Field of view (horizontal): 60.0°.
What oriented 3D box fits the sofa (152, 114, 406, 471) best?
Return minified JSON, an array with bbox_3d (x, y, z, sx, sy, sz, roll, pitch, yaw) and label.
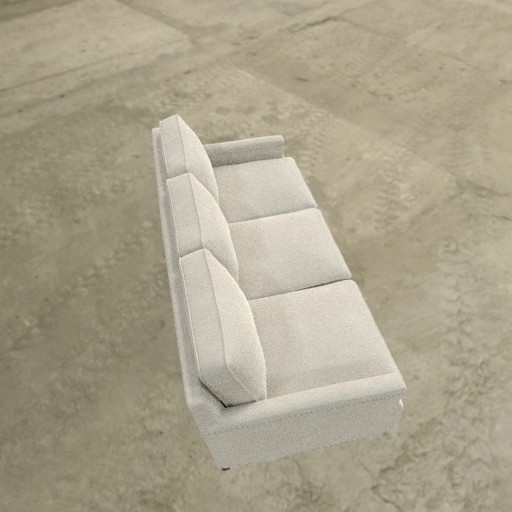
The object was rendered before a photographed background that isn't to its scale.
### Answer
[{"bbox_3d":[0.000,0.000,2.824,1.084,1.003,2.246,-9,48,-9],"label":"sofa"}]
